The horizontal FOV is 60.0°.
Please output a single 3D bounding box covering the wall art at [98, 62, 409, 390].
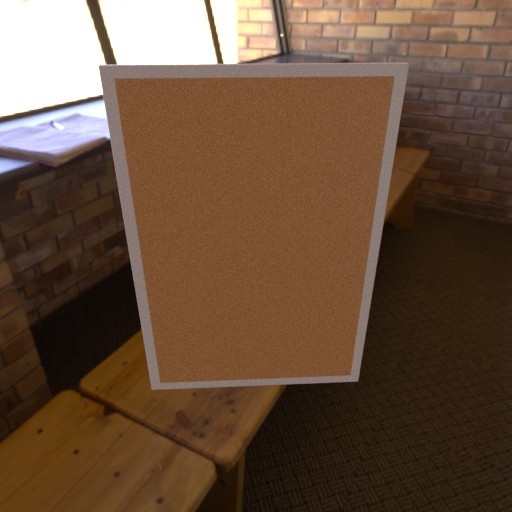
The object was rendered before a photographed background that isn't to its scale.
[{"bbox_3d":[0.000,0.000,0.820,0.456,0.656,0.013,-2,30,-3],"label":"wall art"}]
